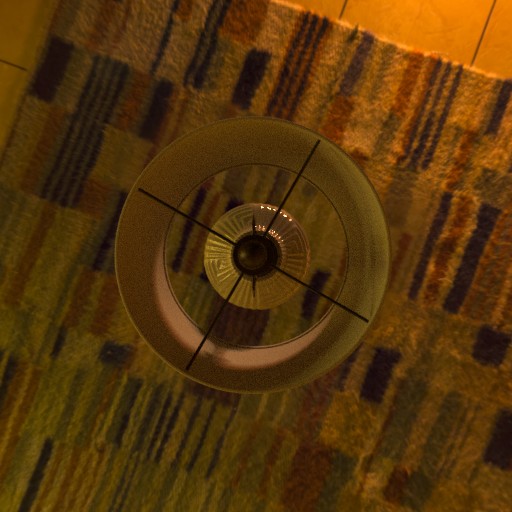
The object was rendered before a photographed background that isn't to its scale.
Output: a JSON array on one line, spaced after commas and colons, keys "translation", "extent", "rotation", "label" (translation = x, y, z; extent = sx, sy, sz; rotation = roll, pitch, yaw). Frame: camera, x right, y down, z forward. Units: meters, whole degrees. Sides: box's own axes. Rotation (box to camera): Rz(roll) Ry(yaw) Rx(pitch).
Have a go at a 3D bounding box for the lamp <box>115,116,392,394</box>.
[{"translation": [0.000, 0.000, 0.755], "extent": [0.318, 0.567, 0.318], "rotation": [0, 90, 1], "label": "lamp"}]
